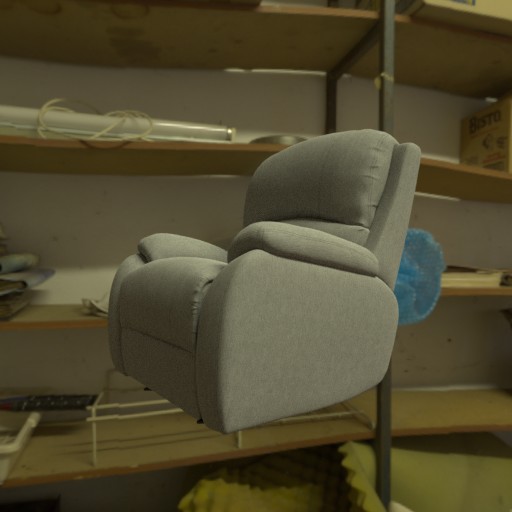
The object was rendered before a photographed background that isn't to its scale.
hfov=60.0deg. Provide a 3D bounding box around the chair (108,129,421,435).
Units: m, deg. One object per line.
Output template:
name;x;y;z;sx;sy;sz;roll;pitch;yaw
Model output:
chair;0.000;0.000;1.716;0.899;1.011;0.930;0;-1;-36
